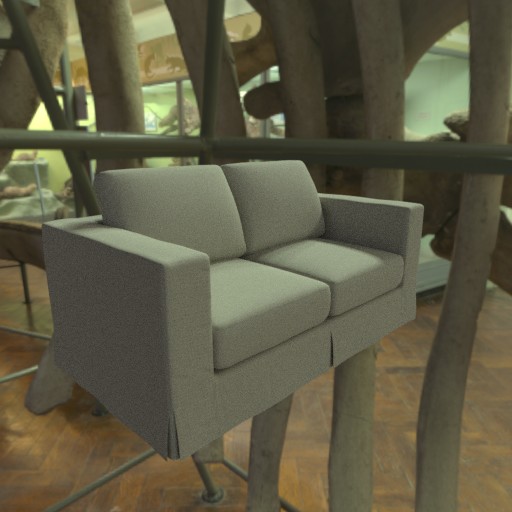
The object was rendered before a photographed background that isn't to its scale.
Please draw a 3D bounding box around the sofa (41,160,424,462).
[{"bbox_3d":[0.000,0.000,2.329,1.009,0.932,1.813,14,20,43],"label":"sofa"}]
